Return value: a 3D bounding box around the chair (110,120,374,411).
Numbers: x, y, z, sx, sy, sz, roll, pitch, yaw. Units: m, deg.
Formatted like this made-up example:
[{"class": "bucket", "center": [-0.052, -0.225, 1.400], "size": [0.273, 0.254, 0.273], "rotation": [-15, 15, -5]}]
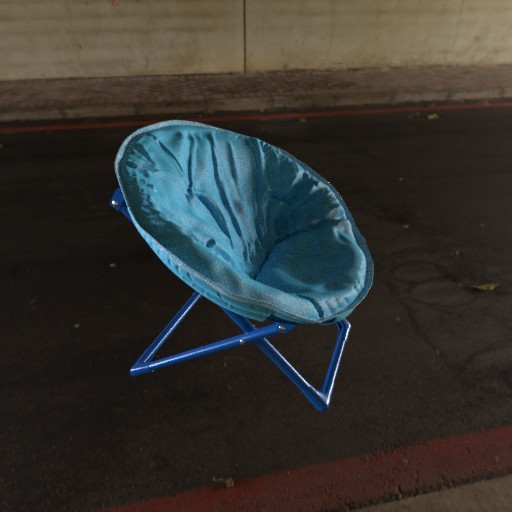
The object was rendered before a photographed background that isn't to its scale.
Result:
[{"class": "chair", "center": [0.000, 0.000, 0.895], "size": [0.465, 0.478, 0.520], "rotation": [10, 32, 17]}]
